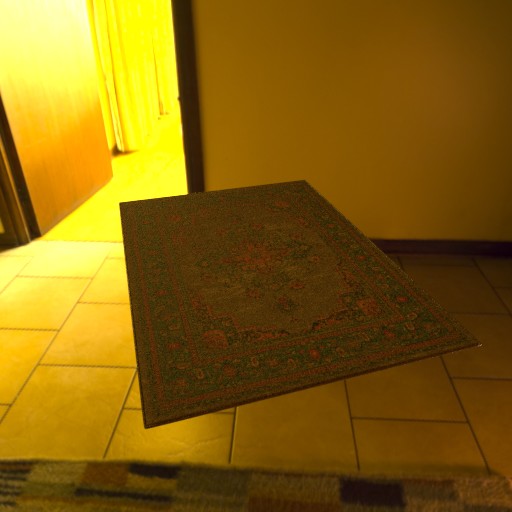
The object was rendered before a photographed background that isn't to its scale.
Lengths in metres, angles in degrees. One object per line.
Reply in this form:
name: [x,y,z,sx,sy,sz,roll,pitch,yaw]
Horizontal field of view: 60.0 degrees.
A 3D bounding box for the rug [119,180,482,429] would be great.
rug: [0.000,0.000,2.840,1.609,0.013,2.214,-9,33,-15]
